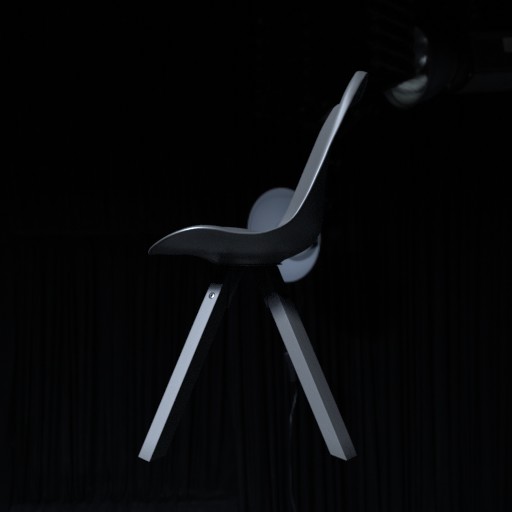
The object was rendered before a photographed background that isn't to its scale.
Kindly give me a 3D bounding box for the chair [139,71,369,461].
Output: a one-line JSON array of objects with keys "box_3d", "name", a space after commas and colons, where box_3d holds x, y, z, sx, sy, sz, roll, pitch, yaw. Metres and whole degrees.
[{"box_3d": [0.000, 0.000, 1.137, 0.530, 0.850, 0.485, 0, 1, -1], "name": "chair"}]
